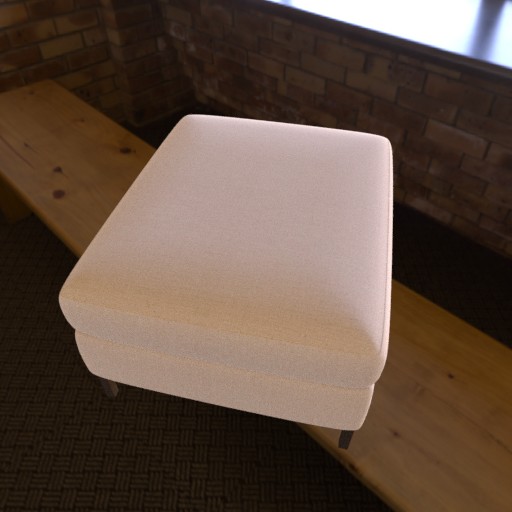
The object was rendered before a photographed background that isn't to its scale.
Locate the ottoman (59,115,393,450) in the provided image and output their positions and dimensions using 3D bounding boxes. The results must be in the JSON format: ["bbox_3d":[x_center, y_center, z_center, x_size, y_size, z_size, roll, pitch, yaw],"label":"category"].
[{"bbox_3d":[0.000,0.000,1.200,0.657,0.453,0.794,9,46,9],"label":"ottoman"}]
